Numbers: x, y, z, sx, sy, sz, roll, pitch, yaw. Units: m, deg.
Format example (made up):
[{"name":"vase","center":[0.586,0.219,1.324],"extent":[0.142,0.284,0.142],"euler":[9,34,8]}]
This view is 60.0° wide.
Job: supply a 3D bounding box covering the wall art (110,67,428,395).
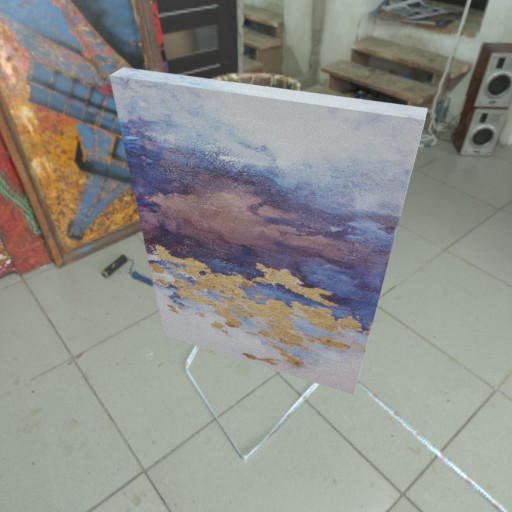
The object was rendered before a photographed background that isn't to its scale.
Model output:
[{"name":"wall art","center":[0.000,0.000,0.779],"extent":[0.437,0.581,0.036],"euler":[14,42,16]}]
